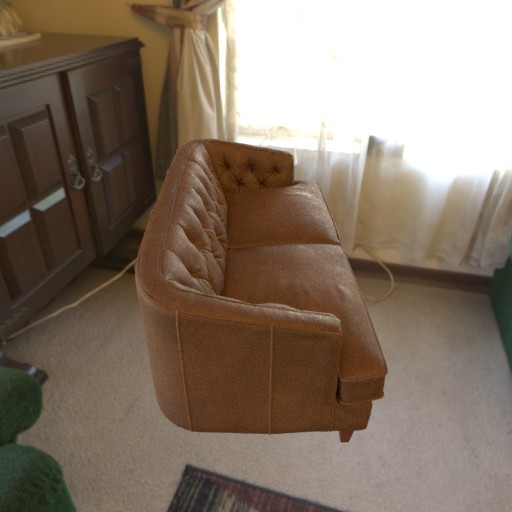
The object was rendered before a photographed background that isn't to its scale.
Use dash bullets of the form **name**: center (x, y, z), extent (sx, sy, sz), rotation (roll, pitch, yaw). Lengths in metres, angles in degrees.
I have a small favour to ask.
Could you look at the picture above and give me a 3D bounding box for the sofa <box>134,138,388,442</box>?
- **sofa**: center (0.000, 0.000, 2.289), extent (0.917, 0.799, 1.767), rotation (-1, 32, -1)
